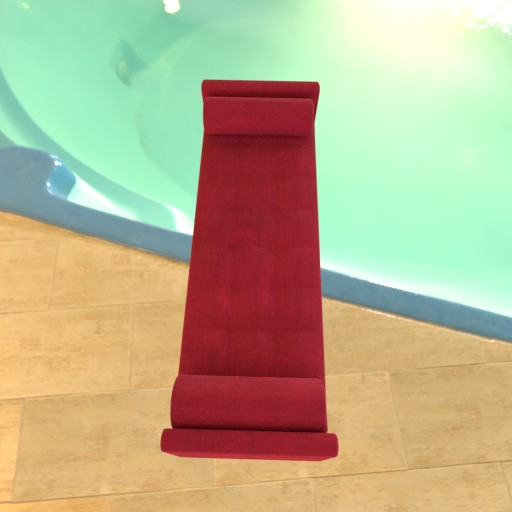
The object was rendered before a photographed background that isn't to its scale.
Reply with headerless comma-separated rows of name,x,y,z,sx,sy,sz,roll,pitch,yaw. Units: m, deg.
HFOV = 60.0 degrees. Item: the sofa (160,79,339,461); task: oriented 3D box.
sofa,0.000,0.000,2.385,0.686,0.635,1.981,1,63,1
